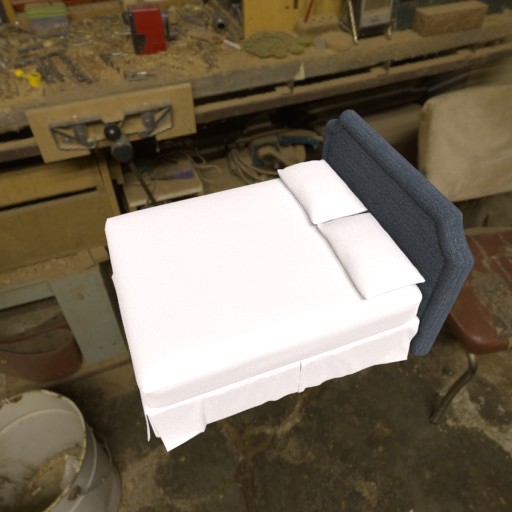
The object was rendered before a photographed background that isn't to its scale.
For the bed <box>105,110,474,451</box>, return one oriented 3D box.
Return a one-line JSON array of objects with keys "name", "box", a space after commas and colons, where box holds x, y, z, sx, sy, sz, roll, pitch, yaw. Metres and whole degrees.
[{"name": "bed", "box": [0.000, 0.000, 3.324, 2.208, 1.297, 1.828, -15, 48, -14]}]
